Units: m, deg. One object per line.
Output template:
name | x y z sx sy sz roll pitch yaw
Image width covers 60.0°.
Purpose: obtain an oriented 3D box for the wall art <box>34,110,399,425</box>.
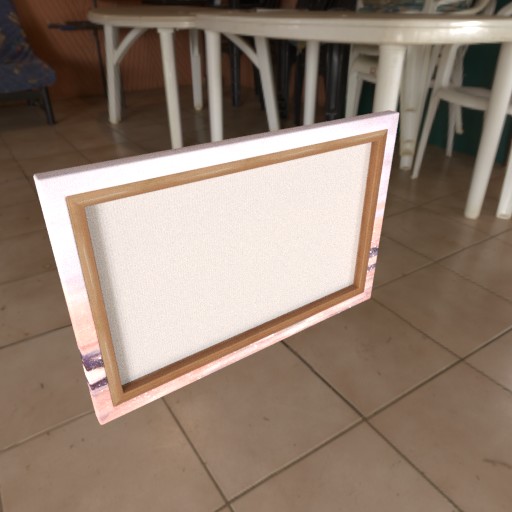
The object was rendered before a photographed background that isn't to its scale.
wall art | 0.000 0.000 1.130 0.913 0.609 0.038 -19 35 -29
